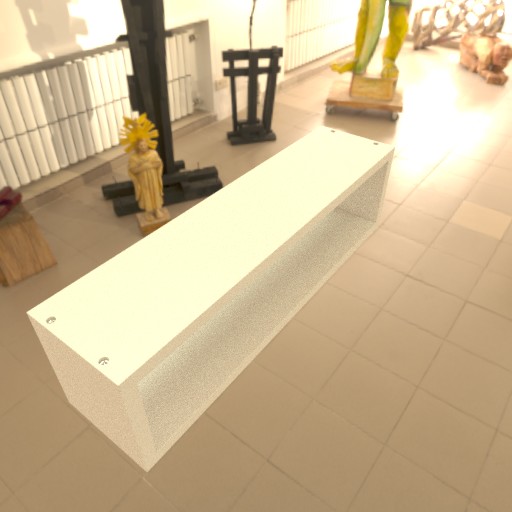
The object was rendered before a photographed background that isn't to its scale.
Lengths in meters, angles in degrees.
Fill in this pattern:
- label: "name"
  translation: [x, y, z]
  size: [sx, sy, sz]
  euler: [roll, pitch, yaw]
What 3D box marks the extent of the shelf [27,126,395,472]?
- label: "shelf"
  translation: [0.000, 0.000, 0.677]
  size: [0.150, 0.170, 0.610]
  euler: [26, 46, 28]
